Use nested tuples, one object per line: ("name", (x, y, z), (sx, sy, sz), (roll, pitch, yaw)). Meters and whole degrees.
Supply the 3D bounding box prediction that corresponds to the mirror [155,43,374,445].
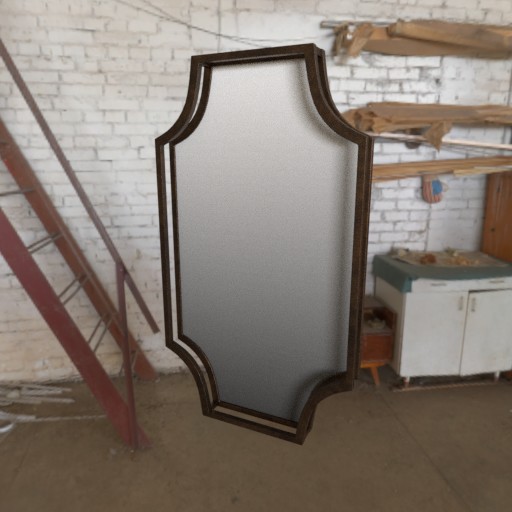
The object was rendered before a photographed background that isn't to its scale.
("mirror", (0.000, 0.000, 0.956), (0.462, 0.811, 0.066), (7, 15, 25))
